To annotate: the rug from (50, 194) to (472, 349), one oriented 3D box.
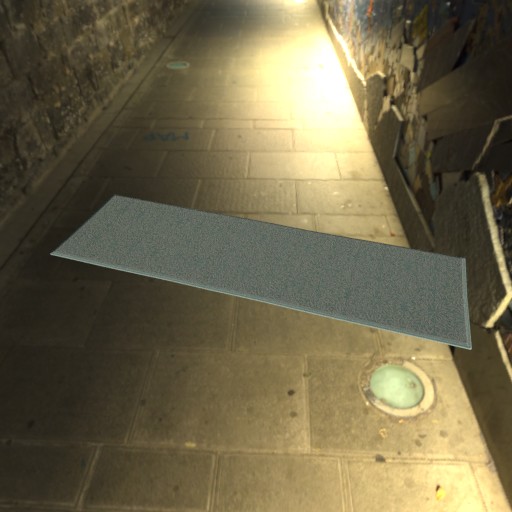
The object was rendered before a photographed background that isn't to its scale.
[{"bbox_3d":[0.000,0.000,2.447,2.196,0.011,0.662,11,41,14],"label":"rug"}]
